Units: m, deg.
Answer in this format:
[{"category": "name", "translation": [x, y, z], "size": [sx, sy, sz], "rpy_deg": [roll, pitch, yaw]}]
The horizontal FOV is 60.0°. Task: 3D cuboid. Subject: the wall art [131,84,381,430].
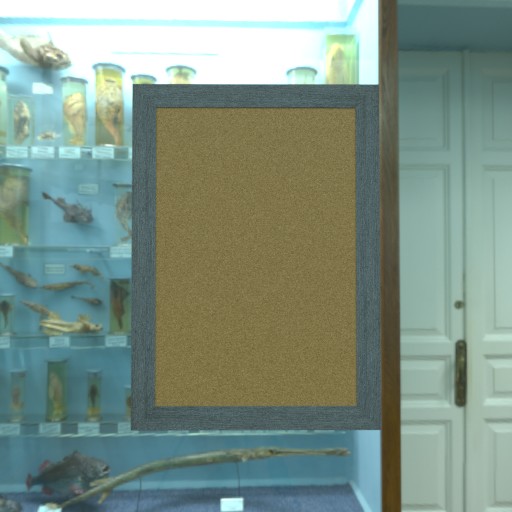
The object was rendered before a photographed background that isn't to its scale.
[{"category": "wall art", "translation": [0.000, 0.000, 1.380], "size": [0.768, 1.070, 0.020], "rpy_deg": [0, -1, 0]}]
